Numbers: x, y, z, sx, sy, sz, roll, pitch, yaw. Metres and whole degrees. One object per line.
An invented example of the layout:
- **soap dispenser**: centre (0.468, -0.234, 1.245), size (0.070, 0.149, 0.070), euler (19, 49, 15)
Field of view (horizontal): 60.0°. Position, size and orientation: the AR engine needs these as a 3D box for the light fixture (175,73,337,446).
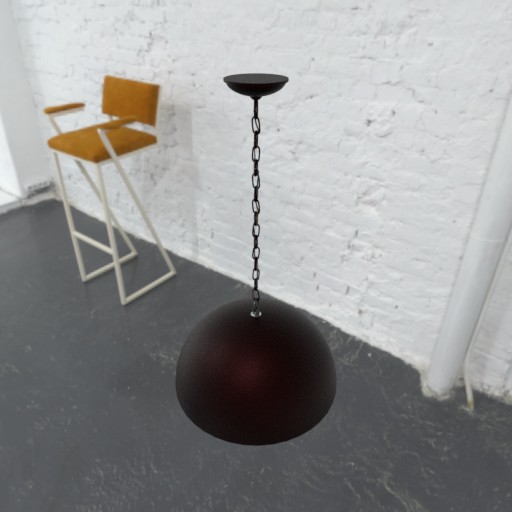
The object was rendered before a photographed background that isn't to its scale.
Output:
- **light fixture**: centre (0.000, 0.000, 1.155), size (0.492, 0.869, 0.492), euler (9, 31, 14)
